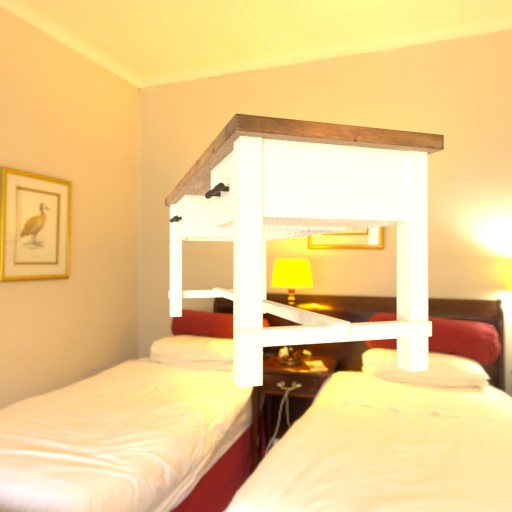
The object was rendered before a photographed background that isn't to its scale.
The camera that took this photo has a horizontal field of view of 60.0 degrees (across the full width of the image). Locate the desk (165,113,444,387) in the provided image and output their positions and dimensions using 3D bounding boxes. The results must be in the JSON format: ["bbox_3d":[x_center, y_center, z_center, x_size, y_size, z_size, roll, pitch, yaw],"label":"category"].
[{"bbox_3d":[0.000,0.000,2.171,0.688,0.762,1.803,0,-1,-18],"label":"desk"}]
